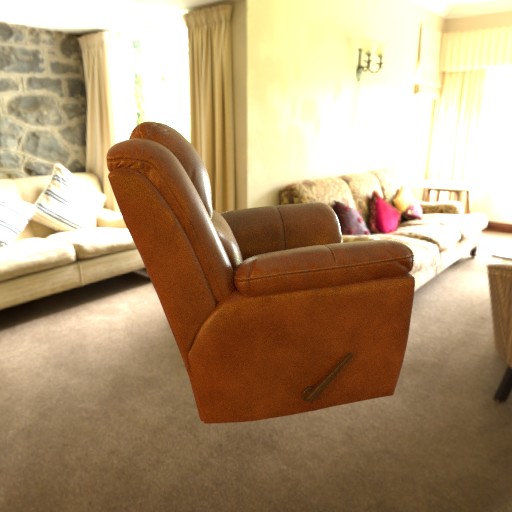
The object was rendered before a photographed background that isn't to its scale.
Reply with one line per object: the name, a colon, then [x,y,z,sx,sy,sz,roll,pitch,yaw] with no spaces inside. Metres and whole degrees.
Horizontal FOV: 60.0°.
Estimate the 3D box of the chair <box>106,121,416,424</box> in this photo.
chair: [0.000,0.000,1.887,1.041,1.093,0.990,-3,17,-10]
